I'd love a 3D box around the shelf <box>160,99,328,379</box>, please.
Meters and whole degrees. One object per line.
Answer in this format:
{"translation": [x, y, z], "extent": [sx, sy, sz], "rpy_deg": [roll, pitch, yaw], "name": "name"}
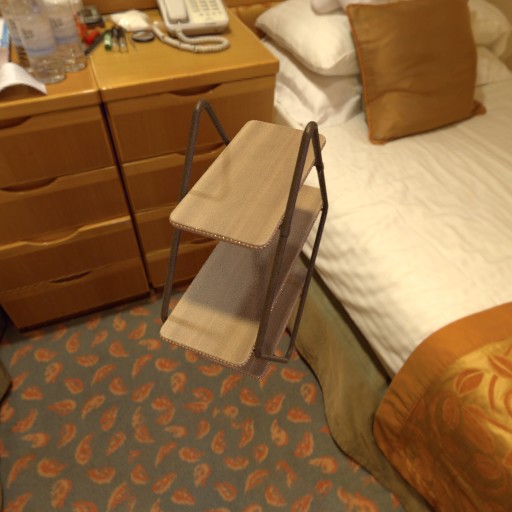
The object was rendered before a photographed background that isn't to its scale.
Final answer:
{"translation": [0.000, 0.000, 1.092], "extent": [0.234, 0.774, 0.609], "rpy_deg": [16, 48, 15], "name": "shelf"}
